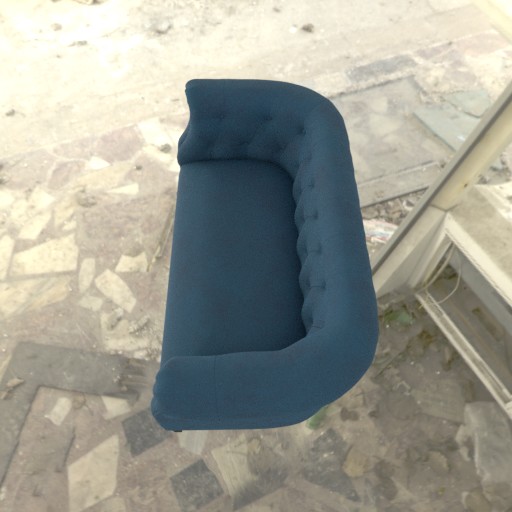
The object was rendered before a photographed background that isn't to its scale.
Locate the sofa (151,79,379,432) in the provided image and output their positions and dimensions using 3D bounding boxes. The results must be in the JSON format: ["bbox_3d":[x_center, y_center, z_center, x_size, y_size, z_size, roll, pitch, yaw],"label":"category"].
[{"bbox_3d":[0.000,0.000,2.032,0.835,0.827,1.558,-1,59,0],"label":"sofa"}]
